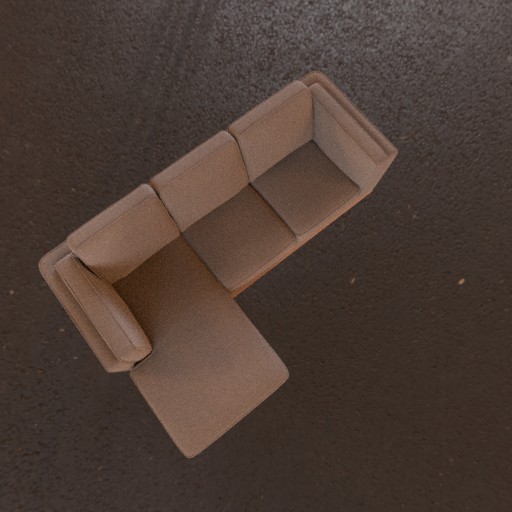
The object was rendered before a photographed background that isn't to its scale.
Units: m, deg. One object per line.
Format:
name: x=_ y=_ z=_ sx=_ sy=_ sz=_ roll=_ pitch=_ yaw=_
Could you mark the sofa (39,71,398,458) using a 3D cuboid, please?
sofa: x=0.000 y=0.000 z=3.147 sx=2.411 sy=0.929 sz=1.604 roll=-37 pitch=78 yaw=-9
